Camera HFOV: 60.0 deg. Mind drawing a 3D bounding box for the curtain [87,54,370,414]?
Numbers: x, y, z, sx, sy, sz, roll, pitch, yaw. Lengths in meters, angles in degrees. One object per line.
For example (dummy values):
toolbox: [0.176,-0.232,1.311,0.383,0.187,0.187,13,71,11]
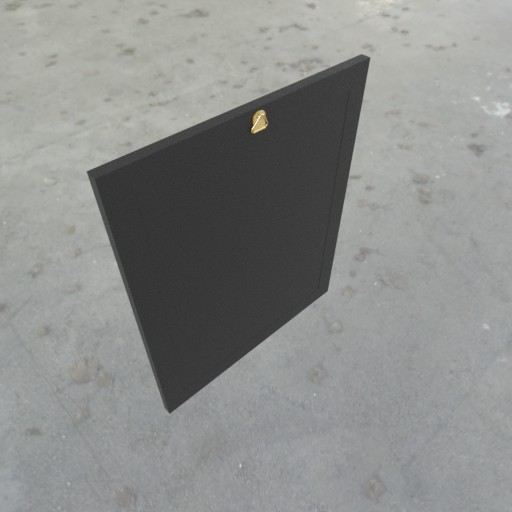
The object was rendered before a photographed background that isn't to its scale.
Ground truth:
curtain: [0.000,0.000,0.808,0.483,0.585,0.027,-33,54,-28]
